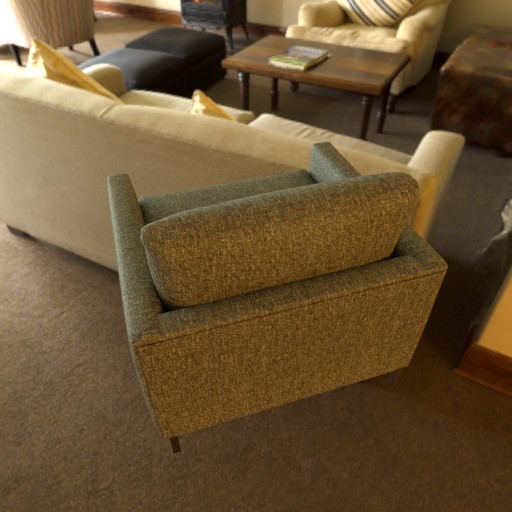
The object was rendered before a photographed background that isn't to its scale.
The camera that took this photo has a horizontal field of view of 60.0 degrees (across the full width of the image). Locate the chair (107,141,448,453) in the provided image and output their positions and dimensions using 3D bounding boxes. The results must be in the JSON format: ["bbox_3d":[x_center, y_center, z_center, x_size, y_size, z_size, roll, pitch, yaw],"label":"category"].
[{"bbox_3d":[0.000,0.000,1.633,0.963,0.861,0.866,-12,43,-14],"label":"chair"}]
